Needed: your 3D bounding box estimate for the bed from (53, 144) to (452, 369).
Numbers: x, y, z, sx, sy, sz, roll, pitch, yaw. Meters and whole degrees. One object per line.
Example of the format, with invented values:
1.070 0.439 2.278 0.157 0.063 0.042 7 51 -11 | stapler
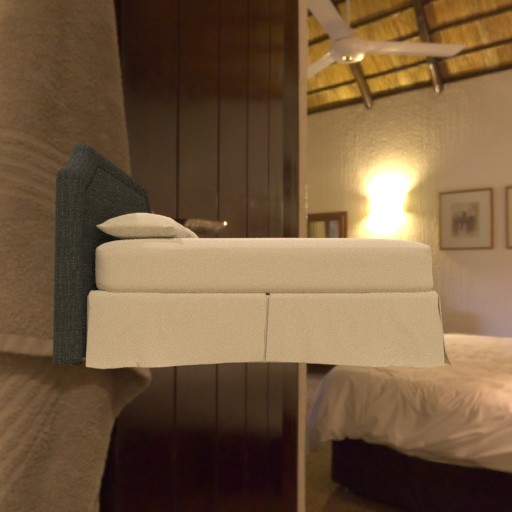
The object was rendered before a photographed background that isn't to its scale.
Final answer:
0.000 0.000 3.298 2.208 1.297 1.828 0 -2 0 | bed
